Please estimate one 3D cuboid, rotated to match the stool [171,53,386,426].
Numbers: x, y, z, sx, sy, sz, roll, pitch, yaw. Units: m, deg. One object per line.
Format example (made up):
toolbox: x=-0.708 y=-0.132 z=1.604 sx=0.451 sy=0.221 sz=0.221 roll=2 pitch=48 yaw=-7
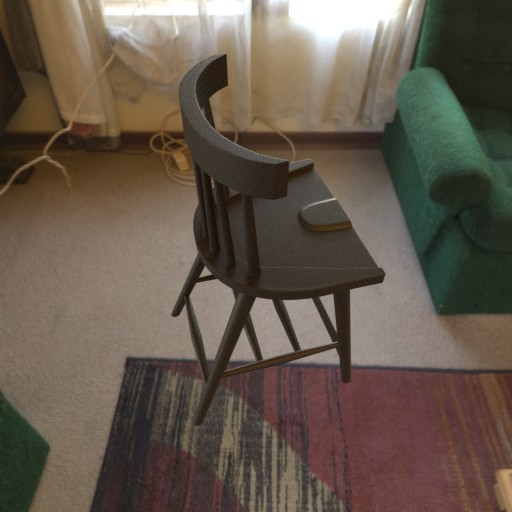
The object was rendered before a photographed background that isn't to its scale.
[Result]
stool: x=0.000 y=0.000 z=1.257 sx=0.549 sy=0.953 sz=0.494 roll=-12 pitch=48 yaw=-11
